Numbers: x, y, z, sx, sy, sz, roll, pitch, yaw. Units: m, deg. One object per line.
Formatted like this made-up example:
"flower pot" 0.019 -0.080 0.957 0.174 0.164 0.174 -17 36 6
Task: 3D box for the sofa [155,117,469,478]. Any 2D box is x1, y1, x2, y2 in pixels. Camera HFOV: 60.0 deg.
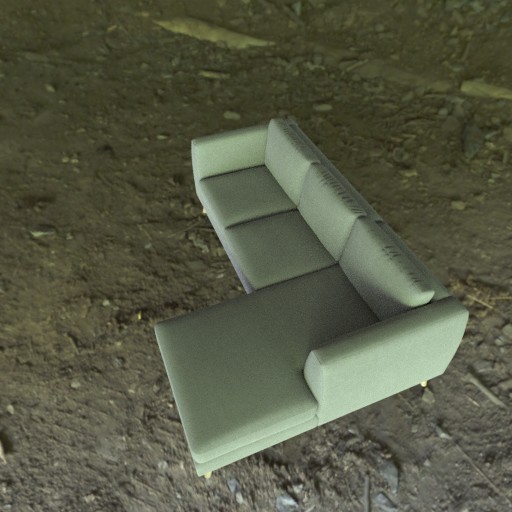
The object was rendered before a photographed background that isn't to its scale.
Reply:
"sofa" 0.000 0.000 3.052 1.580 0.860 2.300 -16 48 -15
